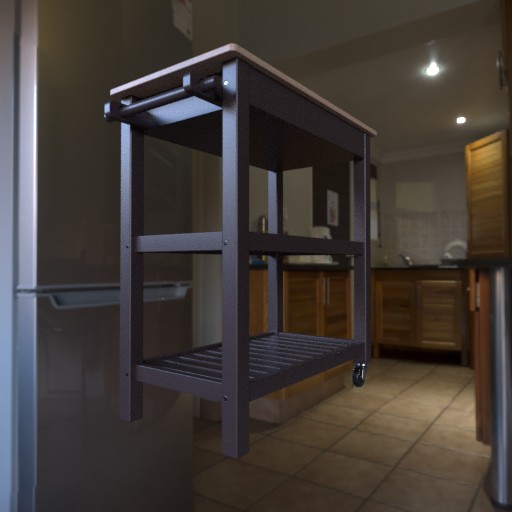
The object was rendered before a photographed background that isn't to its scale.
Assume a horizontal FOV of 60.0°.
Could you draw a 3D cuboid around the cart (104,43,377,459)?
[{"bbox_3d":[0.000,0.000,1.415,0.457,0.927,0.899,-1,-1,37],"label":"cart"}]
